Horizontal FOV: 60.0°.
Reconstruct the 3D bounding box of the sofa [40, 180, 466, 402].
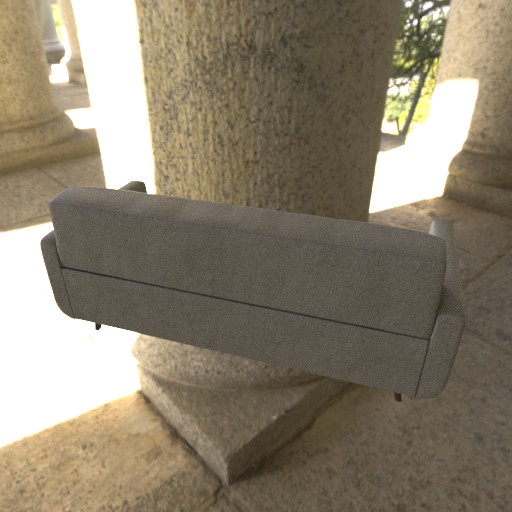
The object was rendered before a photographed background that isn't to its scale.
[{"bbox_3d":[0.000,0.000,2.481,2.055,0.873,0.968,9,32,15],"label":"sofa"}]
